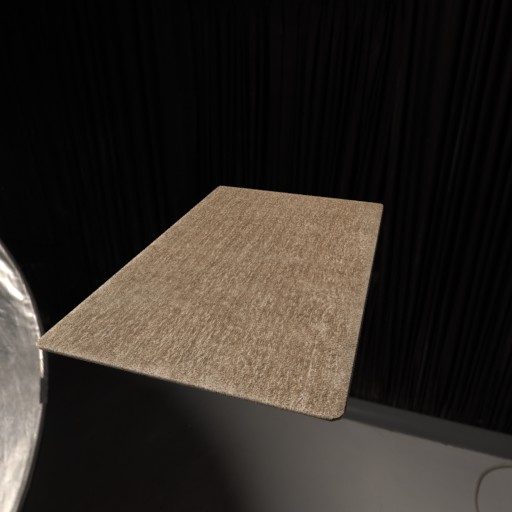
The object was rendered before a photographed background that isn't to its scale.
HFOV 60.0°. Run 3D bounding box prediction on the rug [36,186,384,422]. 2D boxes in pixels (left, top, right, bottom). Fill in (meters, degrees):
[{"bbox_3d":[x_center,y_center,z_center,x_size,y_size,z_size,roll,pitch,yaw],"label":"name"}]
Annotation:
[{"bbox_3d":[0.000,0.000,3.020,1.539,0.024,2.469,9,30,16],"label":"rug"}]
